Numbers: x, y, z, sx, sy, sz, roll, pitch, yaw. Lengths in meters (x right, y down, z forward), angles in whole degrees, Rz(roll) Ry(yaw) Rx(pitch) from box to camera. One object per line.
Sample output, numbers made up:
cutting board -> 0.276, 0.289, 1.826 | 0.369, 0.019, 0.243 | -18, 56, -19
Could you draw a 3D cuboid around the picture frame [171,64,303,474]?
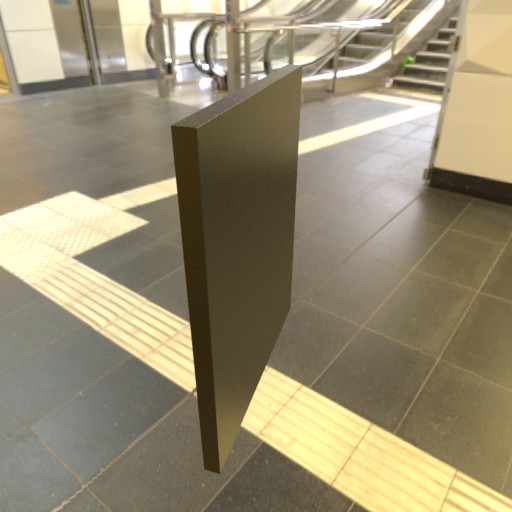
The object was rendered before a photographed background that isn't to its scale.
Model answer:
picture frame -> 0.000, 0.000, 0.767 | 0.028, 0.556, 0.460 | 9, 32, 16
